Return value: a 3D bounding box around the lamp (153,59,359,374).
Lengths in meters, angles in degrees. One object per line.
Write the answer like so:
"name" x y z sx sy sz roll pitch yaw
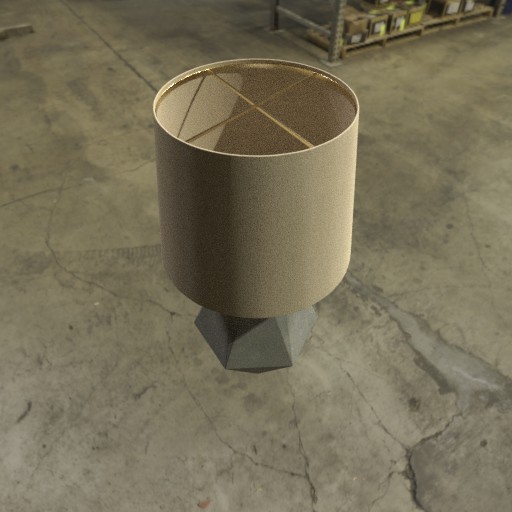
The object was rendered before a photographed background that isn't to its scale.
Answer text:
"lamp" 0.000 0.000 0.676 0.276 0.501 0.276 0 46 0
